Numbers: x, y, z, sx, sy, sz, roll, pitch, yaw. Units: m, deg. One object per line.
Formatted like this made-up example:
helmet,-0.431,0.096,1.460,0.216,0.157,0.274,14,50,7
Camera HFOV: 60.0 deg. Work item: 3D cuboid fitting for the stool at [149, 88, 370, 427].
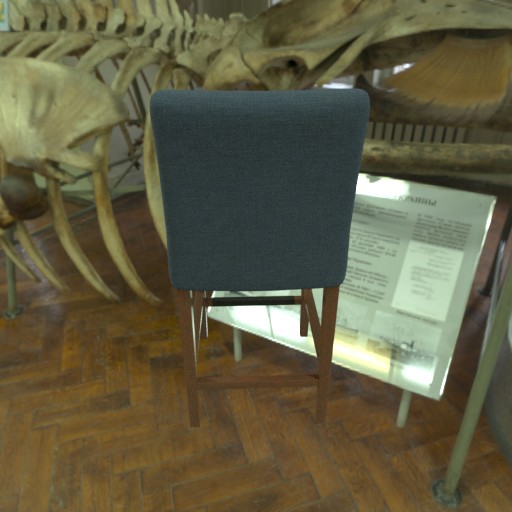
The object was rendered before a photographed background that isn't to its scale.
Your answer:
stool,0.000,0.000,1.277,0.470,0.981,0.577,-1,29,-2
